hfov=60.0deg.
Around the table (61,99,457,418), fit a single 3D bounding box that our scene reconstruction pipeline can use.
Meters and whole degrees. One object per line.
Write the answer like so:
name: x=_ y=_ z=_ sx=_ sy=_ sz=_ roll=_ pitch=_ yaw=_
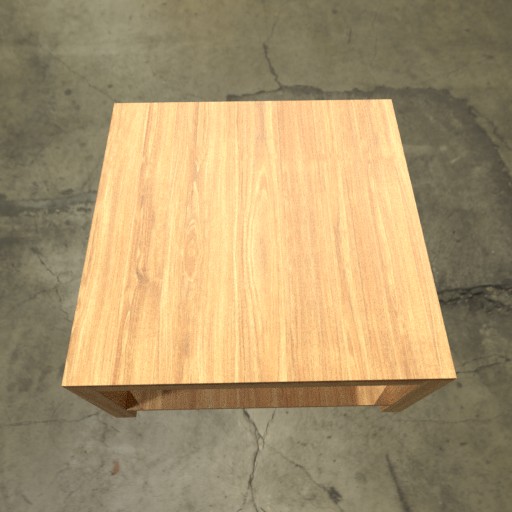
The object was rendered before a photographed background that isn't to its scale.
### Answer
table: x=0.000 y=0.000 z=1.421 sx=0.900 sy=0.450 sz=0.900 roll=-1 pitch=61 yaw=-1
